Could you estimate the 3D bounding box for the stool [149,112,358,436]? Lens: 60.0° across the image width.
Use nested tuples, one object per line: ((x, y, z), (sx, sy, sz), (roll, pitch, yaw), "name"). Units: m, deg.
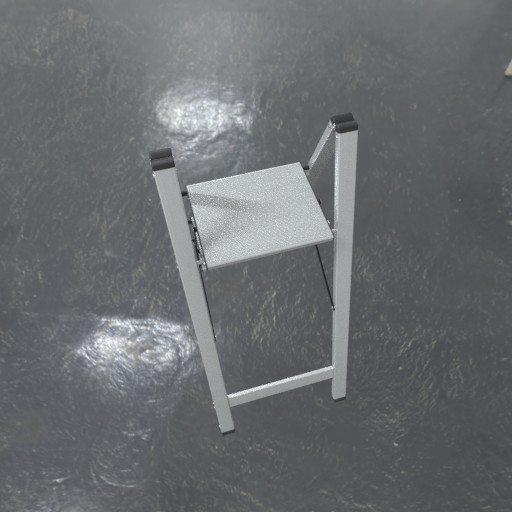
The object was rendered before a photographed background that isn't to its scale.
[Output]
((0.000, 0.000, 1.286), (0.441, 0.902, 0.730), (-13, 59, -8), "stool")
